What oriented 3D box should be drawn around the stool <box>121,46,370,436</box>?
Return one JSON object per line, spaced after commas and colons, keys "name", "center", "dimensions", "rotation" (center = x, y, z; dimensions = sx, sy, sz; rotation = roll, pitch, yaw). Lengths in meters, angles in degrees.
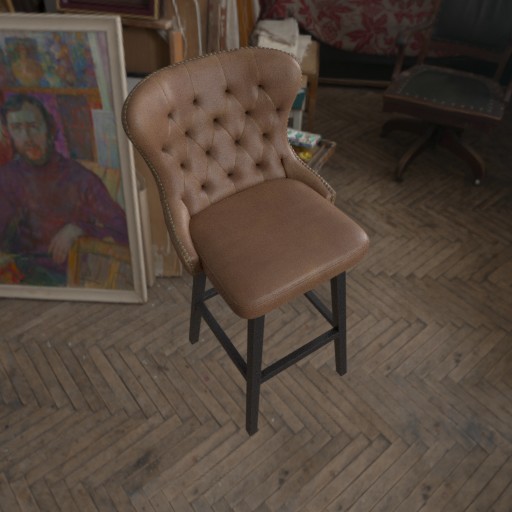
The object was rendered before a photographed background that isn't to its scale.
{"name": "stool", "center": [0.000, 0.000, 1.399], "dimensions": [0.528, 1.050, 0.601], "rotation": [-26, 53, -21]}
